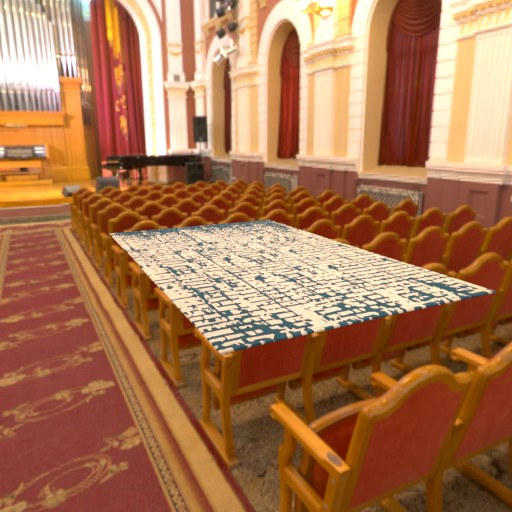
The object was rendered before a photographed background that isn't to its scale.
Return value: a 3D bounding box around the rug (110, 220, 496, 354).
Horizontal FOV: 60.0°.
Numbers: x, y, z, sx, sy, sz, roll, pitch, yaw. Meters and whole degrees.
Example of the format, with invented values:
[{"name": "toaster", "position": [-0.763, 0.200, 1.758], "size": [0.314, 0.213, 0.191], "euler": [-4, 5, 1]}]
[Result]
[{"name": "rug", "position": [0.000, 0.000, 2.982], "size": [1.517, 0.011, 2.435], "euler": [-7, 16, -26]}]
